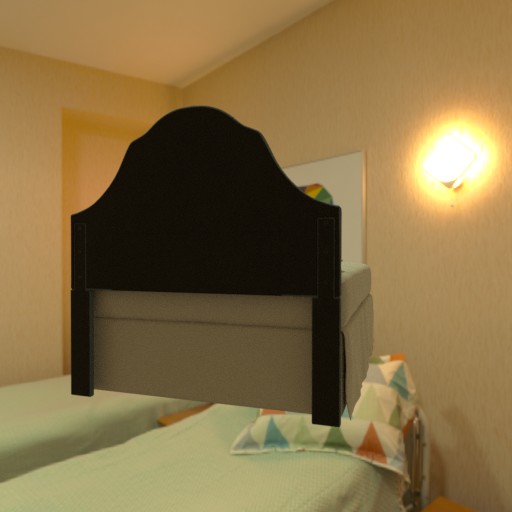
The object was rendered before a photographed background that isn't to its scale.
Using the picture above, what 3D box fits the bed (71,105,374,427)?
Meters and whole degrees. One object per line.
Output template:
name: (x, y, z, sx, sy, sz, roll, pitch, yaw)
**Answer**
bed: (0.000, 0.000, 3.312, 1.636, 1.575, 2.155, 0, 1, 18)
